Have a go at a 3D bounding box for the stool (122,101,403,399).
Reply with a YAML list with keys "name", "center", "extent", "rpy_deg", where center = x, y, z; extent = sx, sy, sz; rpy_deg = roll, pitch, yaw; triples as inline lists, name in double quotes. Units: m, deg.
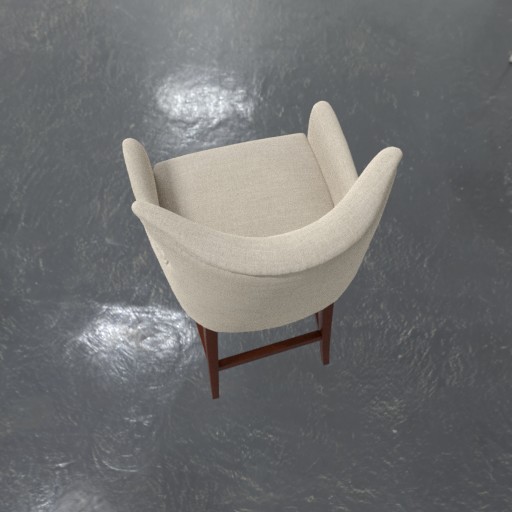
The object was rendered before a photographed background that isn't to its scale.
- name: "stool"
  center: [0.000, 0.000, 1.379]
  extent: [0.615, 0.987, 0.637]
  rpy_deg: [-13, 60, -8]
